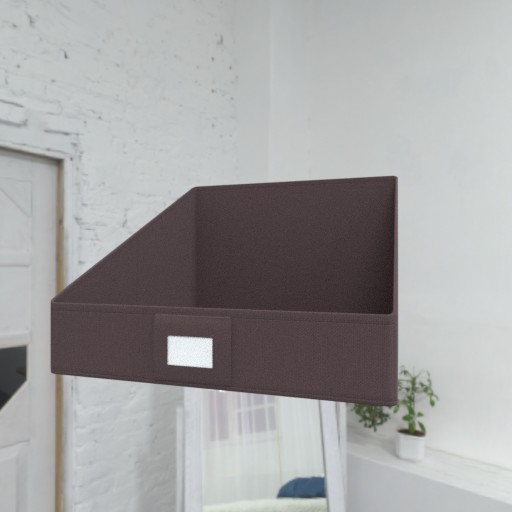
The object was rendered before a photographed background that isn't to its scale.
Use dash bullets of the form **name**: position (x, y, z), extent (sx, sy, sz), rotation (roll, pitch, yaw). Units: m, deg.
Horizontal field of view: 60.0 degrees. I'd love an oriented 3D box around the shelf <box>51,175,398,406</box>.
- **shelf**: position (0.000, 0.000, 0.479), extent (0.292, 0.210, 0.292), rotation (0, 0, 18)
